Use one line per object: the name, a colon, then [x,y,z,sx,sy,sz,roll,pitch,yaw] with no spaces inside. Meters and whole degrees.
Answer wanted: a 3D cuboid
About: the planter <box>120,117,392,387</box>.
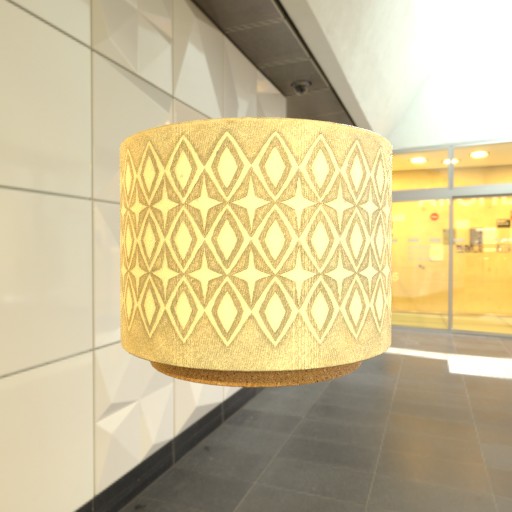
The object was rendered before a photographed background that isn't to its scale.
planter: [0.000,0.000,0.318,0.186,0.144,0.186,0,1,0]
